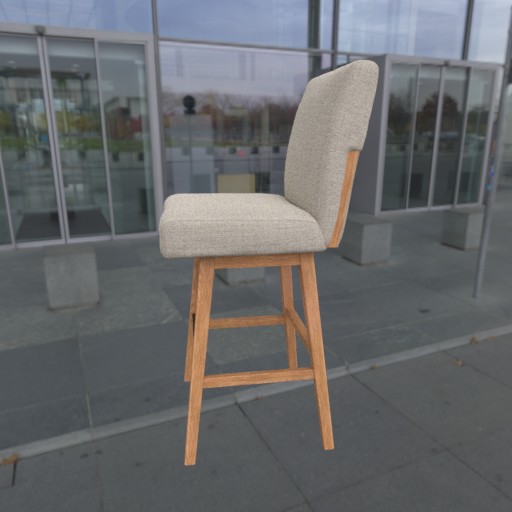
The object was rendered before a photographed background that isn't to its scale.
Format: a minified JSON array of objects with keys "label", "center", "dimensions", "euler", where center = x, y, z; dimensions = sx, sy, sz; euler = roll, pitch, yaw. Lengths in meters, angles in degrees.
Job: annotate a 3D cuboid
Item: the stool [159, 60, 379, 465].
[{"label":"stool","center":[0.000,0.000,1.398],"dimensions":[0.569,1.106,0.483],"euler":[-2,16,-9]}]
